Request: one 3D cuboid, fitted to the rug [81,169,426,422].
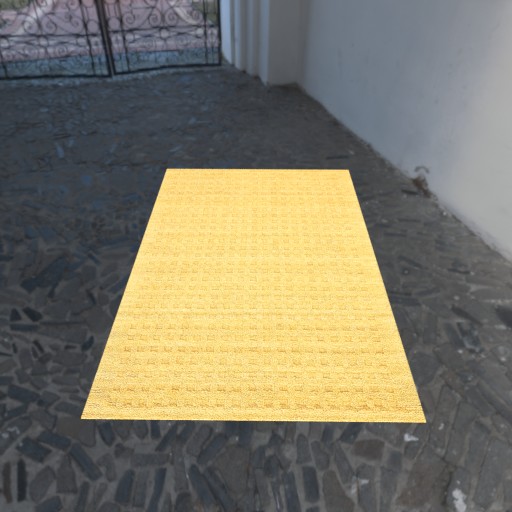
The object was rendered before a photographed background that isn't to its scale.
[{"bbox_3d":[0.000,0.000,2.841,1.524,0.006,2.286,0,39,1],"label":"rug"}]
